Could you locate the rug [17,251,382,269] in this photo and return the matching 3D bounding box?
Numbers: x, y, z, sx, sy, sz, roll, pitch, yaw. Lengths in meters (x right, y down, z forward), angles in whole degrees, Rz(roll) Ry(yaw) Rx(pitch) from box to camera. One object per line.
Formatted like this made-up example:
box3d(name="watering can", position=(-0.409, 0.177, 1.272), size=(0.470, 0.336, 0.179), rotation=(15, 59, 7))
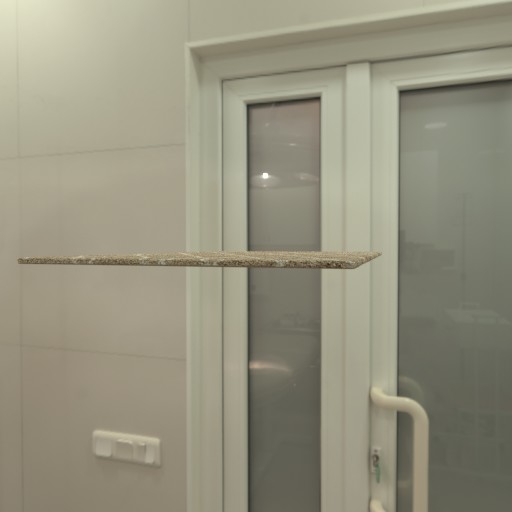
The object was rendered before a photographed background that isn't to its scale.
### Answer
box3d(name="rug", position=(0.000, 0.000, 2.948), size=(1.524, 0.030, 2.438), rotation=(0, 1, 18))
